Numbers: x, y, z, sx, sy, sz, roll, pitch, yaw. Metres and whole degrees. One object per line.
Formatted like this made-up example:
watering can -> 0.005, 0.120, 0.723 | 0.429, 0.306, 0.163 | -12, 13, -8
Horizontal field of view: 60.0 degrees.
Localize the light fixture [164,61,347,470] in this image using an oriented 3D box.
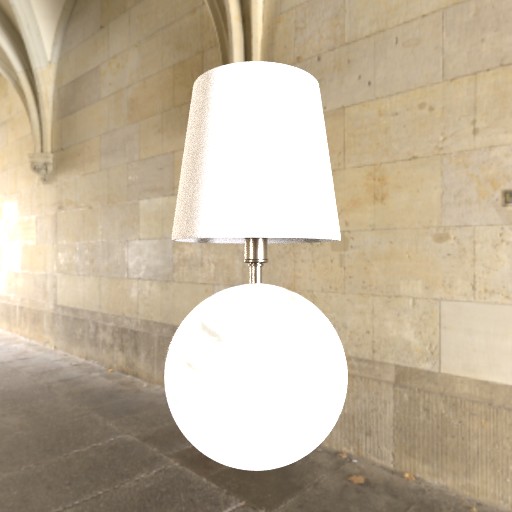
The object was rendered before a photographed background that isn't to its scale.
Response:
light fixture -> 0.000, 0.000, 0.441 | 0.168, 0.337, 0.188 | 0, 0, 0
